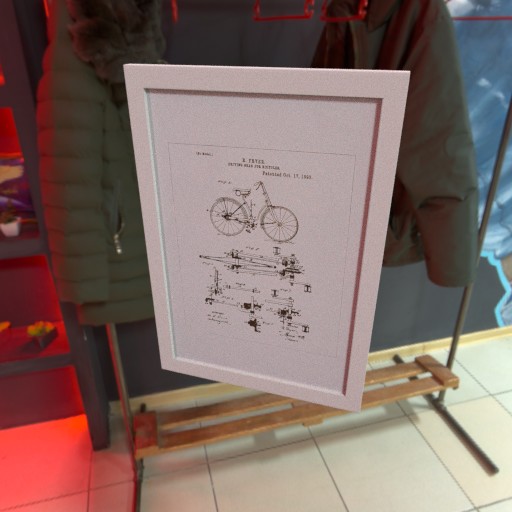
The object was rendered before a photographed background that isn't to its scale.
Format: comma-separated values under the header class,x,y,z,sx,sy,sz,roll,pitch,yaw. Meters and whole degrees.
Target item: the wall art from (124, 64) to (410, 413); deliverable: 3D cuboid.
class,x,y,z,sx,sy,sz,roll,pitch,yaw
wall art,0.000,0.000,0.608,0.332,0.477,0.015,8,29,15
